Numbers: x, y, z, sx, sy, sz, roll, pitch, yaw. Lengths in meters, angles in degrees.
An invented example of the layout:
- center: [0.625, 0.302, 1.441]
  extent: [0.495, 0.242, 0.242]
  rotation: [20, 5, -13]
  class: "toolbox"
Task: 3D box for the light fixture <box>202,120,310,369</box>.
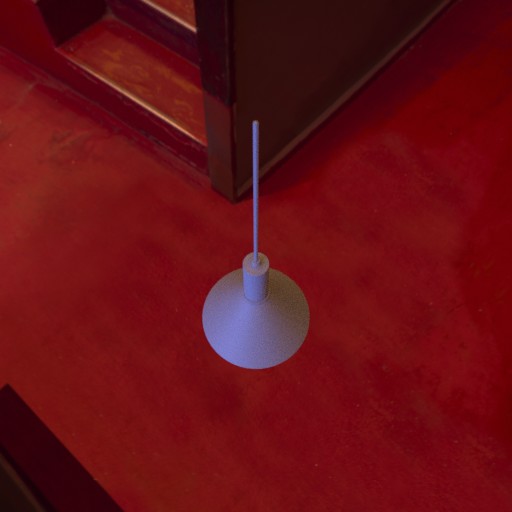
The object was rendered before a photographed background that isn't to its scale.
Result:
- center: [0.000, 0.000, 0.810]
  extent: [0.267, 0.683, 0.267]
  rotation: [36, 69, 16]
  class: "light fixture"
